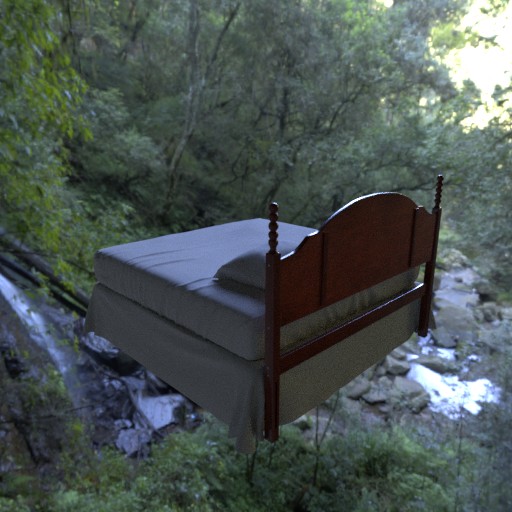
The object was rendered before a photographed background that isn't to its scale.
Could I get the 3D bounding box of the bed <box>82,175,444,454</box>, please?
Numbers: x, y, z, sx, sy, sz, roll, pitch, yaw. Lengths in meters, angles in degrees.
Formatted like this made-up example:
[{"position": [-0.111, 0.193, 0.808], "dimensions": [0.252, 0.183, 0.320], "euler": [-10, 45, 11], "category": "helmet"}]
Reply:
[{"position": [0.000, 0.000, 3.689], "dimensions": [2.322, 1.355, 2.219], "euler": [-15, 22, -42], "category": "bed"}]
